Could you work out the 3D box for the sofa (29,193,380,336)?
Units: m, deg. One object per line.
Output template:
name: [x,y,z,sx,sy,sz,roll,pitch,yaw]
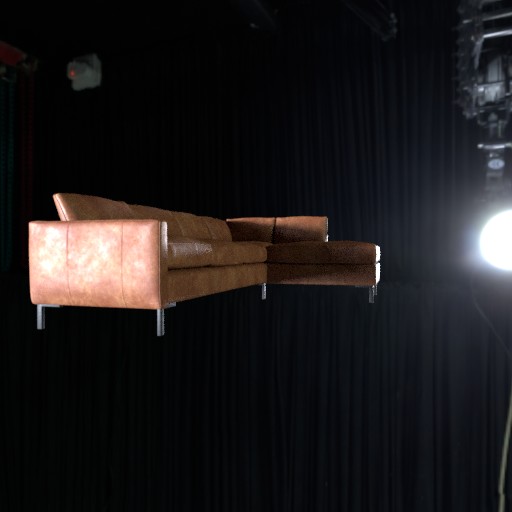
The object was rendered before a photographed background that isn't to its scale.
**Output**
sofa: [0.000,0.000,3.782,1.938,0.877,2.984,0,1,18]
